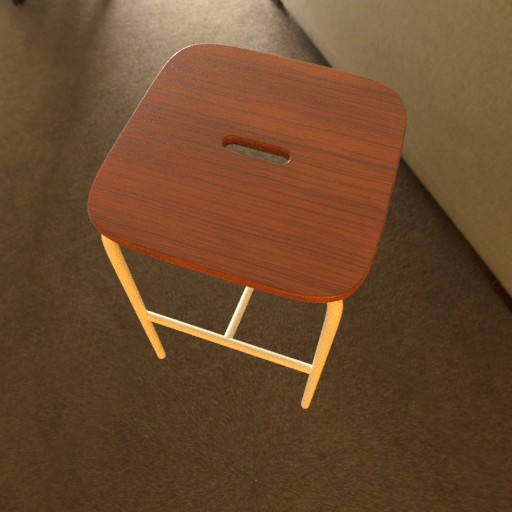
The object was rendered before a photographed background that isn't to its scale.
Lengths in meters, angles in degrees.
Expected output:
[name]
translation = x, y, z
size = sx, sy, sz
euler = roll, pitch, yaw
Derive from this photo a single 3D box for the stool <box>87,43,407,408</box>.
[stool]
translation = 0.000, 0.000, 0.845
size = 0.376, 0.610, 0.376
euler = 17, 64, 8
